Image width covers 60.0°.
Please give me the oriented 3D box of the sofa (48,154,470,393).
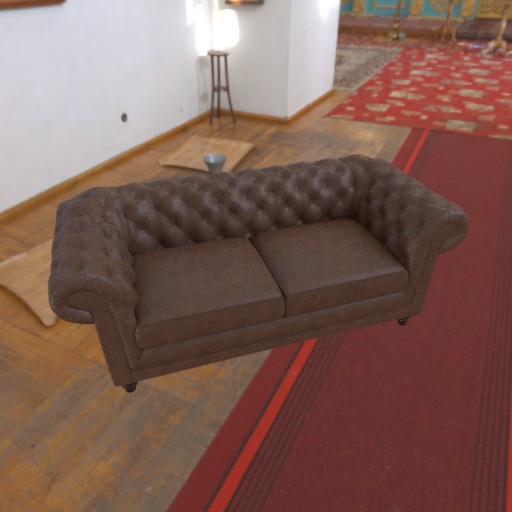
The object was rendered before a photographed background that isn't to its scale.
[{"bbox_3d":[0.000,0.000,2.524,2.048,0.784,0.955,-10,34,-15],"label":"sofa"}]
